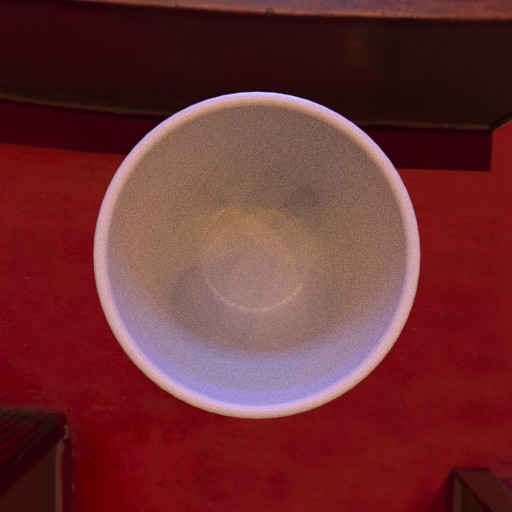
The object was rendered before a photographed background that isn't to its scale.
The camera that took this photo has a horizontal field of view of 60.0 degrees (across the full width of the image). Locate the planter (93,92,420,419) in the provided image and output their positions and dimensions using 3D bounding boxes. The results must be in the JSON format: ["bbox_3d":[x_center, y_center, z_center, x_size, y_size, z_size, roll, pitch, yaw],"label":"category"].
[{"bbox_3d":[0.000,0.000,0.304,0.170,0.152,0.170,0,90,-1],"label":"planter"}]
